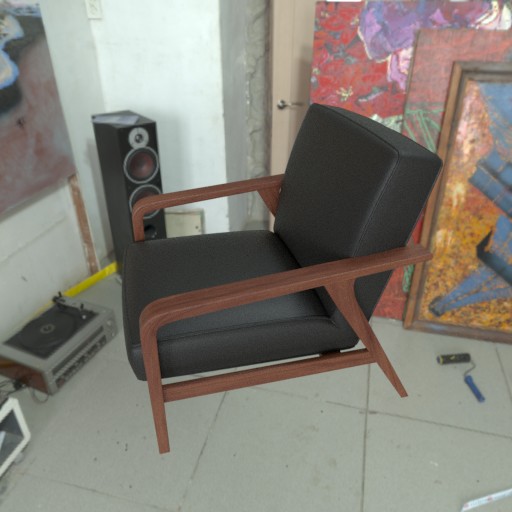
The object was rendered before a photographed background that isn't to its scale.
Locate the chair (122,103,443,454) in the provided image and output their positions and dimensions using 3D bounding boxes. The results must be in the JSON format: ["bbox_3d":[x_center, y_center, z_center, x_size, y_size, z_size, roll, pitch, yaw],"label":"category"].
[{"bbox_3d":[0.000,0.000,1.471,0.889,0.861,0.719,-8,32,-13],"label":"chair"}]
